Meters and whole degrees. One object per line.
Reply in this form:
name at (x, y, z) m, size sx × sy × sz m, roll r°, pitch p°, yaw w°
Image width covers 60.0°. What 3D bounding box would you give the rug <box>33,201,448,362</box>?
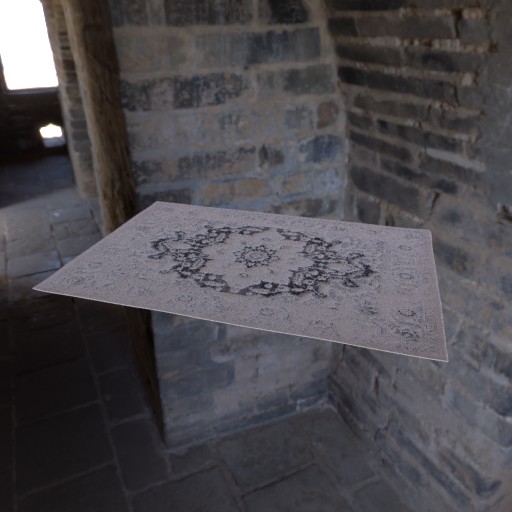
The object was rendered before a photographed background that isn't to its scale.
rug at (0.000, 0.000, 2.349) m, size 1.813 × 0.008 × 1.223 m, roll 8°, pitch 28°, yaw 14°
